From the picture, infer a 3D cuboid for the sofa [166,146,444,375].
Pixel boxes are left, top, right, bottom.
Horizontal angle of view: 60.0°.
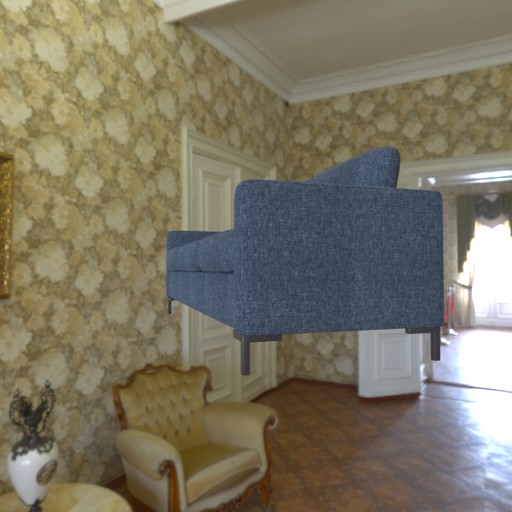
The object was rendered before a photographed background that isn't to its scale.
[{"bbox_3d":[0.000,0.000,2.660,0.859,0.874,2.218,1,-2,-18],"label":"sofa"}]
